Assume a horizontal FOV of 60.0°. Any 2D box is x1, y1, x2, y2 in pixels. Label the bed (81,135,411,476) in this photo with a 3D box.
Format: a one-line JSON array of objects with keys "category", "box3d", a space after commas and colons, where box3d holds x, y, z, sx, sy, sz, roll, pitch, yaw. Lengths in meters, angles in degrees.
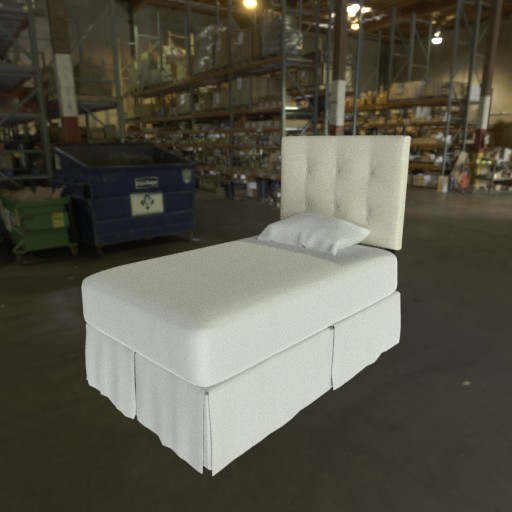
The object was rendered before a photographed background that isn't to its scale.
[{"category": "bed", "box3d": [0.000, 0.000, 2.974, 1.261, 1.571, 1.997, 13, 20, 42]}]
